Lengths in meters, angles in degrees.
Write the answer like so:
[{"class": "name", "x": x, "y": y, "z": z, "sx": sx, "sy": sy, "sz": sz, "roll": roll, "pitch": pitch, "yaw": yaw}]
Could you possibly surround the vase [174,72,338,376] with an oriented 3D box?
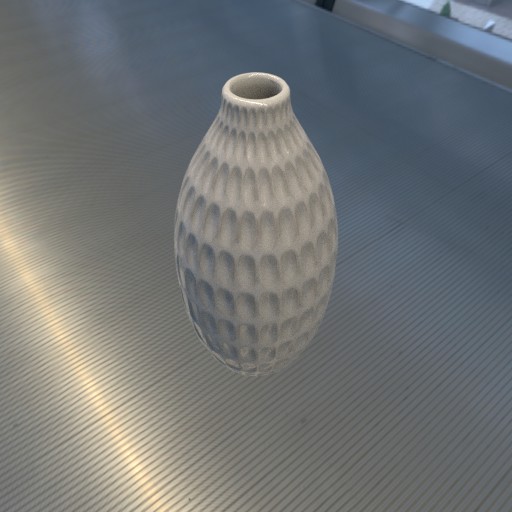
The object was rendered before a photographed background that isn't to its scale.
[{"class": "vase", "x": 0.000, "y": 0.000, "z": 0.353, "sx": 0.127, "sy": 0.282, "sz": 0.127, "roll": 0, "pitch": 47, "yaw": 0}]
